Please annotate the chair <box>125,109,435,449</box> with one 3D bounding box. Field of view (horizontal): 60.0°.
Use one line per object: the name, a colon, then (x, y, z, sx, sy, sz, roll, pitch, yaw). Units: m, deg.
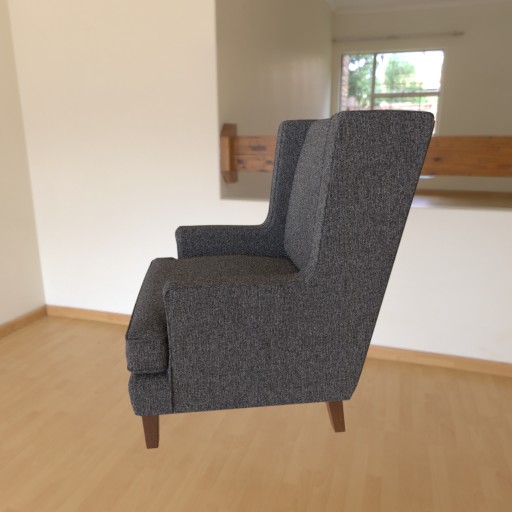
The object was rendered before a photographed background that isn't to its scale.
chair: (0.000, 0.000, 1.787, 0.927, 1.082, 0.942, -2, 15, -7)
